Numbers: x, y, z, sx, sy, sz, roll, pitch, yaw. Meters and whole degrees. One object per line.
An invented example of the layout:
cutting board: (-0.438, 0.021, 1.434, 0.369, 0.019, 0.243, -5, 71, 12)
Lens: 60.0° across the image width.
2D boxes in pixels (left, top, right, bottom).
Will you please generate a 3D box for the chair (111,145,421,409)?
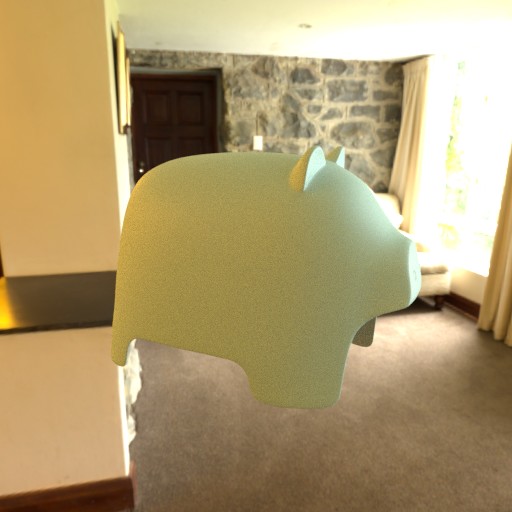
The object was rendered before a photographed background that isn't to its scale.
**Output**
chair: (0.000, 0.000, 0.880, 0.619, 0.423, 0.364, 7, 15, 26)
